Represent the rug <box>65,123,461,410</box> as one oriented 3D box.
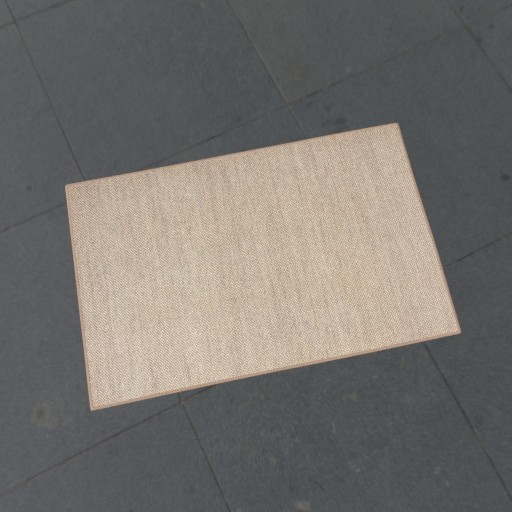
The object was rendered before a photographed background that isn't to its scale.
[{"bbox_3d":[0.000,0.000,2.061,1.668,0.012,1.061,-11,77,-3],"label":"rug"}]
